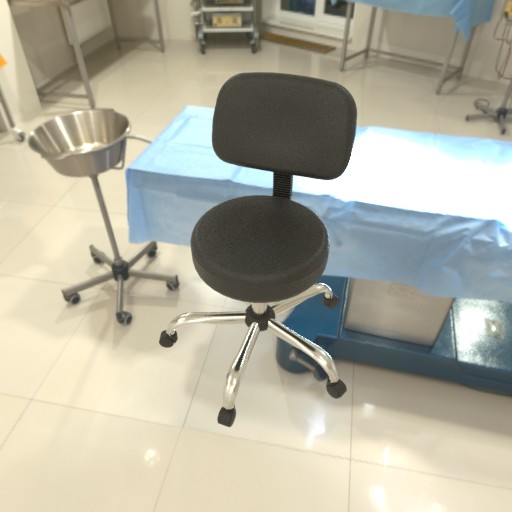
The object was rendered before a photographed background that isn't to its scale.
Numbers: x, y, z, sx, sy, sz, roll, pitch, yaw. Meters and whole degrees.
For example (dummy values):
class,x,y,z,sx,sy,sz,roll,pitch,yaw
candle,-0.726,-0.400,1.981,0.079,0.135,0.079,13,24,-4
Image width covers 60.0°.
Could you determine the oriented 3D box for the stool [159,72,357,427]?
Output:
class,x,y,z,sx,sy,sz,roll,pitch,yaw
stool,0.000,0.000,1.302,0.673,0.862,0.648,12,42,13
